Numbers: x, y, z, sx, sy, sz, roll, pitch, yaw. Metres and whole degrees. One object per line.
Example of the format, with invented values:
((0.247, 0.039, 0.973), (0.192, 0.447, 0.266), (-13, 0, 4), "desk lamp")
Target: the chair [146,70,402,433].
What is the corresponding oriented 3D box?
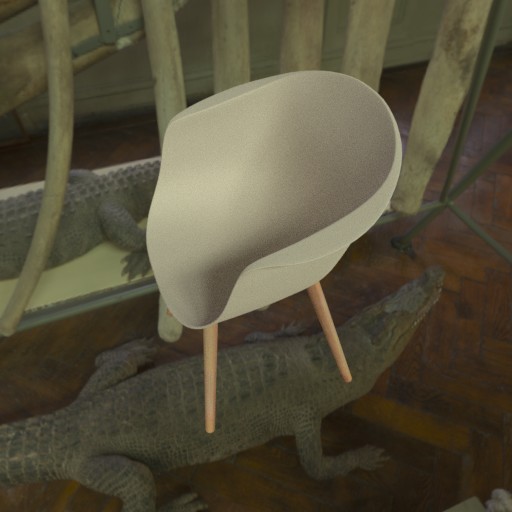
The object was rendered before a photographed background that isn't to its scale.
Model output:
((0.000, 0.000, 1.109), (0.504, 0.781, 0.593), (-16, 48, -15), "chair")
